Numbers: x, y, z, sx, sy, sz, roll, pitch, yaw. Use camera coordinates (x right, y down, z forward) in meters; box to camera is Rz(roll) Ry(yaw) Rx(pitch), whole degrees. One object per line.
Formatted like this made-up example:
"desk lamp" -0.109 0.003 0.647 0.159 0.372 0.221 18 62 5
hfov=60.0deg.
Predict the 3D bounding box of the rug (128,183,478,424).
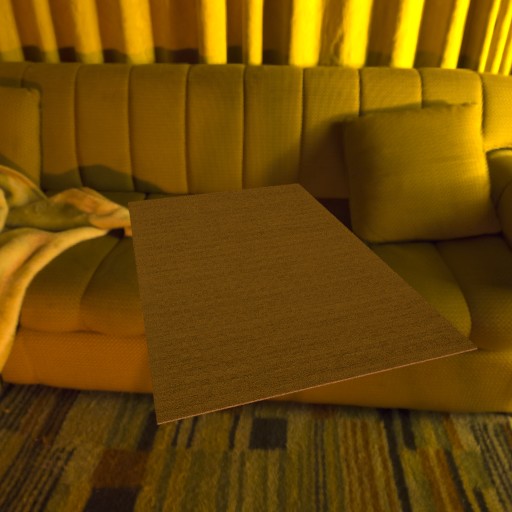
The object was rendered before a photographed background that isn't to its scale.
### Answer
"rug" 0.000 0.000 2.186 1.142 0.006 1.752 -9 31 -15
